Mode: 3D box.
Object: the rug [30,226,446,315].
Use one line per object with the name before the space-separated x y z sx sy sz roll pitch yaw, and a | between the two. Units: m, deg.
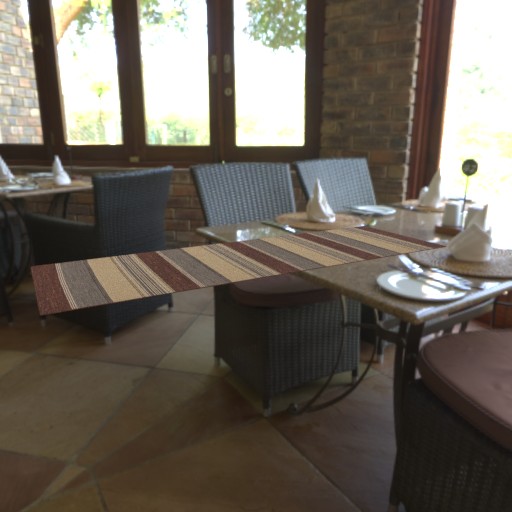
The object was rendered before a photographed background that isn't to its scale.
rug | 0.000 0.000 2.703 2.437 0.006 0.792 -8 17 -28
